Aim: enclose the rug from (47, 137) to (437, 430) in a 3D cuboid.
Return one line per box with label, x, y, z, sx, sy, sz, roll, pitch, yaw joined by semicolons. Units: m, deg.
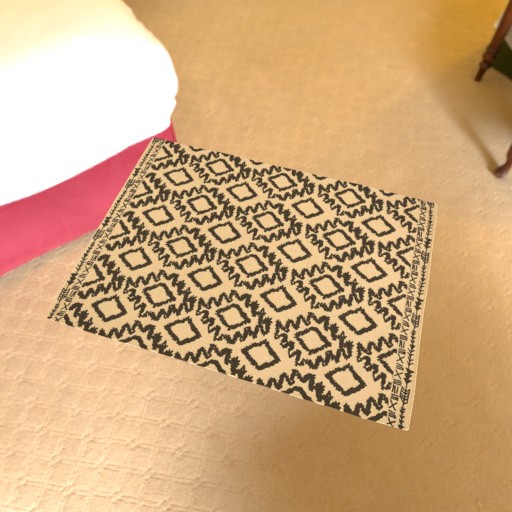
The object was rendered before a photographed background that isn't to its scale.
rug;0.000;0.000;4.446;3.369;0.036;2.444;15;60;9
